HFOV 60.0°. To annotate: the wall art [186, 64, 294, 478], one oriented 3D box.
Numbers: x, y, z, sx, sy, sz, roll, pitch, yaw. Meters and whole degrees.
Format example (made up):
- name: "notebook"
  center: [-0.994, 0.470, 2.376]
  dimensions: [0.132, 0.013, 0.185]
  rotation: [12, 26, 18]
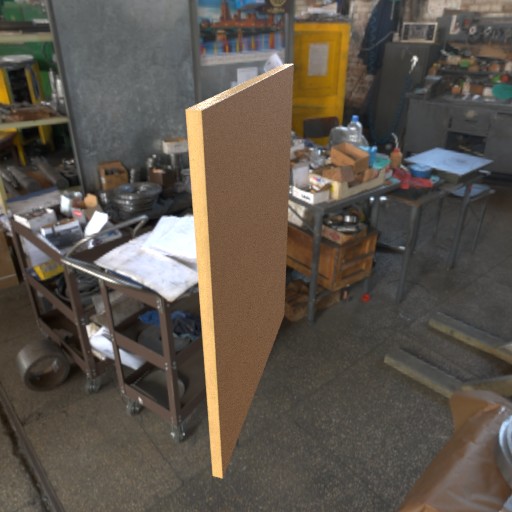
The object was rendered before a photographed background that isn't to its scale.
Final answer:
- name: "wall art"
  center: [0.000, 0.000, 1.345]
  dimensions: [0.030, 1.002, 0.798]
  rotation: [8, 30, 14]
